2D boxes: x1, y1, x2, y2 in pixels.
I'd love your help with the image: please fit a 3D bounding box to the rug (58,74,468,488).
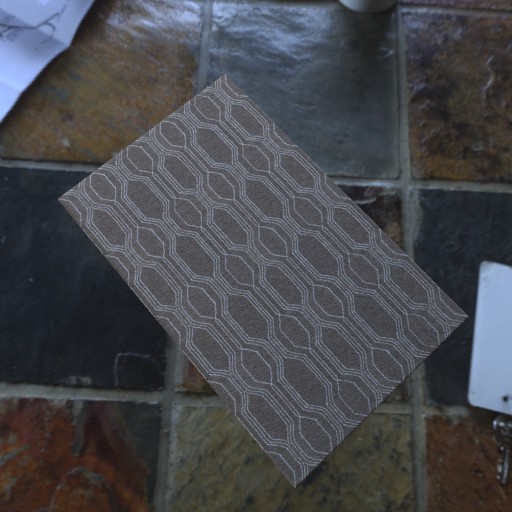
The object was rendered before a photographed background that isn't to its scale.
[{"bbox_3d":[0.000,0.000,2.999,1.541,0.012,2.457,-40,79,-10],"label":"rug"}]
